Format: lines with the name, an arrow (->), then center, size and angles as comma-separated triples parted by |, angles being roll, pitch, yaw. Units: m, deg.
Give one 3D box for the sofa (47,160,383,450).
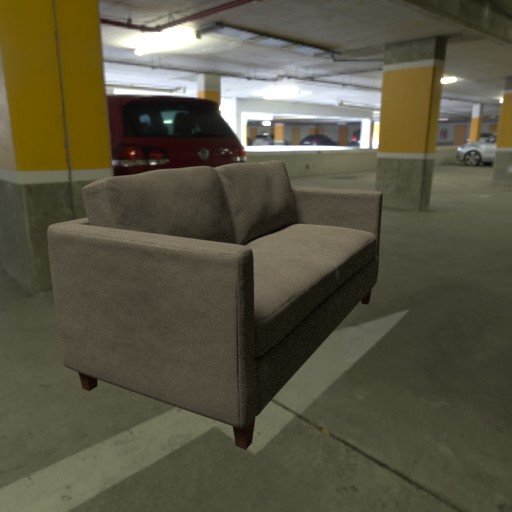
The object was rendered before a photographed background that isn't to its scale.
sofa -> 0.000, 0.000, 2.418 | 0.950, 0.963, 1.884 | 8, 17, 28
